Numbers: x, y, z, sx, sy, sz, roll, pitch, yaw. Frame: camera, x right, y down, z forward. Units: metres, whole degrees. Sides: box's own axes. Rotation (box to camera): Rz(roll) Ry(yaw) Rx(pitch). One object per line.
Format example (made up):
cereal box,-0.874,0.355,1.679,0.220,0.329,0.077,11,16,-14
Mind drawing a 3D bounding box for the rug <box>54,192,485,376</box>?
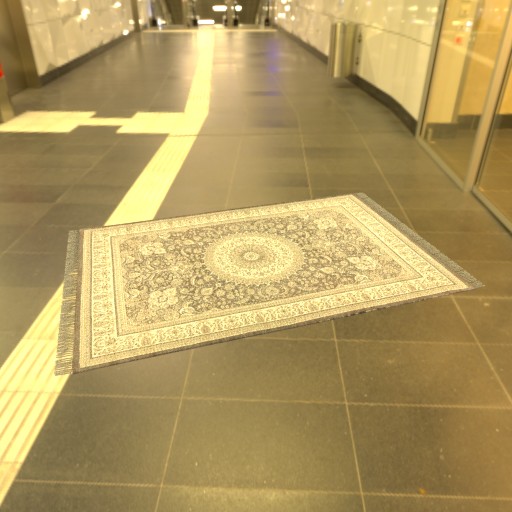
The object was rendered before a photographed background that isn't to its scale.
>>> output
rug,0.000,0.000,4.186,3.422,0.015,2.143,-9,32,-15
